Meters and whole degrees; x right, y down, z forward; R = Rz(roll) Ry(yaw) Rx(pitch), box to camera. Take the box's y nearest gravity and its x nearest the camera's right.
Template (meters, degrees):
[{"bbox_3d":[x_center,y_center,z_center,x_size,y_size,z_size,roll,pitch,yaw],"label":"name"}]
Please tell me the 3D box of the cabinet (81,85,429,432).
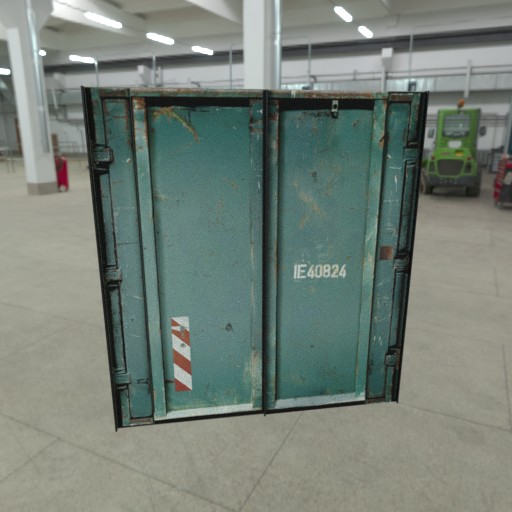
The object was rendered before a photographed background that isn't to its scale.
[{"bbox_3d":[0.000,0.000,3.122,2.000,2.160,0.680,-3,16,-9],"label":"cabinet"}]
